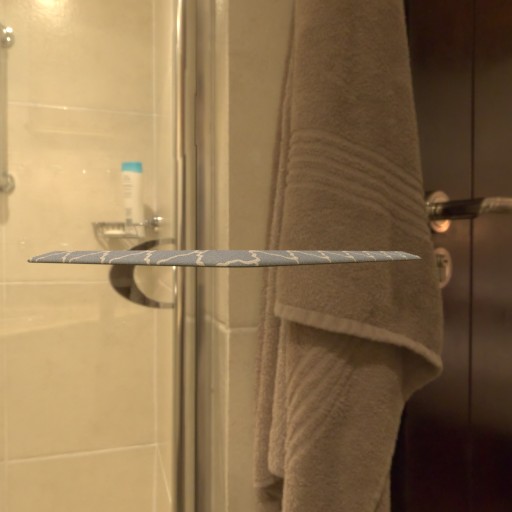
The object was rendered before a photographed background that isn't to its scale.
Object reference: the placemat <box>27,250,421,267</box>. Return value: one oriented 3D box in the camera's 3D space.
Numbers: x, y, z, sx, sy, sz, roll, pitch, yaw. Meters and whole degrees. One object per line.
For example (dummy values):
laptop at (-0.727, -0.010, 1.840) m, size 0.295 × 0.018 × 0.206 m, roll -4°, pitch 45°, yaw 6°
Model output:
placemat at (0.000, 0.000, 0.961) m, size 0.508 × 0.021 × 0.762 m, roll 0°, pitch 1°, yaw 36°
